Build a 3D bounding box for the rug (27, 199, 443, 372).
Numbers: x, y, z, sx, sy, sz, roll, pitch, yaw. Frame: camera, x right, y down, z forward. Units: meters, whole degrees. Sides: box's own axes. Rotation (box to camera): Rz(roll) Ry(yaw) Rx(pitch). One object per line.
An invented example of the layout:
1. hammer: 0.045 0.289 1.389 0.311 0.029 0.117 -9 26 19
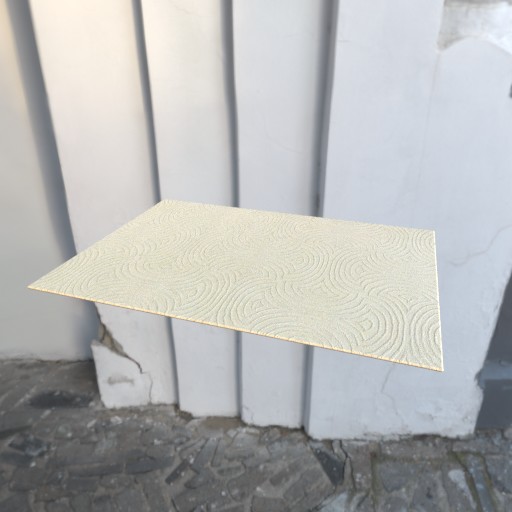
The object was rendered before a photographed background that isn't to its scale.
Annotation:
1. rug: 0.000 0.000 2.770 2.132 0.015 1.526 8 28 16
